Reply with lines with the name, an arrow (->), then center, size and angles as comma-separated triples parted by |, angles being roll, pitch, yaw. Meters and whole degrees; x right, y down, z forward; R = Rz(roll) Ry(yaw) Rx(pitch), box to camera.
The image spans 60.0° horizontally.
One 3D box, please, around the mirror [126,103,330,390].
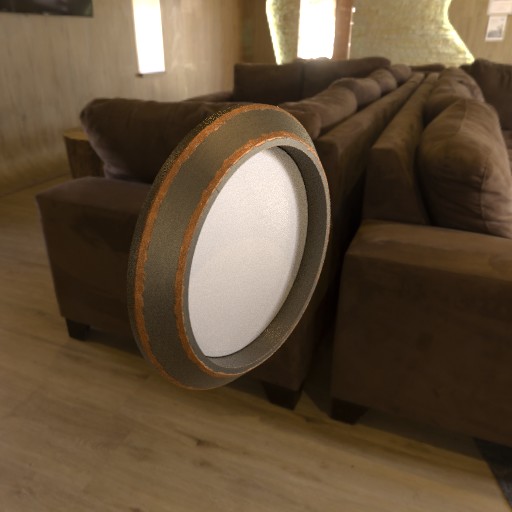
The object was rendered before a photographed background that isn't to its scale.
mirror -> 0.000, 0.000, 1.399 | 0.111, 0.907, 0.907 | 19, 31, 34
